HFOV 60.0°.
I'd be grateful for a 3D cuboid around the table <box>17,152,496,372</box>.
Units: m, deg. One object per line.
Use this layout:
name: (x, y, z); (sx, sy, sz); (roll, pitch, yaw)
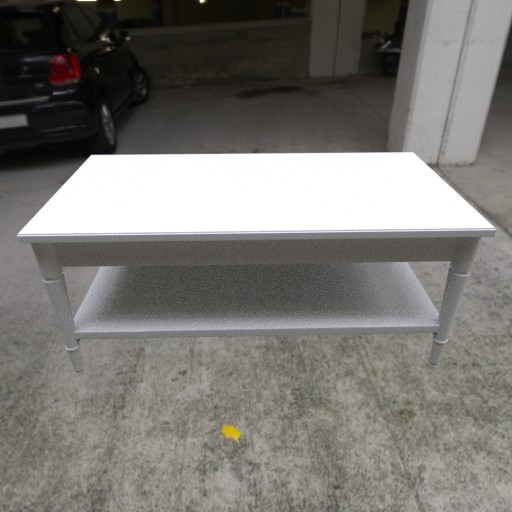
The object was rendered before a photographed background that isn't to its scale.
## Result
table: (0.000, 0.000, 1.339); (1.067, 0.457, 0.559); (-1, 31, -1)
